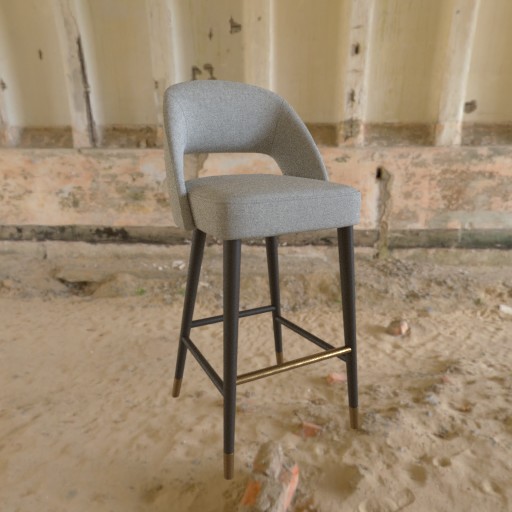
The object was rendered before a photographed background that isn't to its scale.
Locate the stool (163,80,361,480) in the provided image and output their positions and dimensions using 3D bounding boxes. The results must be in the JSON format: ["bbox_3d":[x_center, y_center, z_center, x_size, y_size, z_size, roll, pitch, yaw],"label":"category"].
[{"bbox_3d":[0.000,0.000,1.333,0.494,1.037,0.509,-8,17,-28],"label":"stool"}]
